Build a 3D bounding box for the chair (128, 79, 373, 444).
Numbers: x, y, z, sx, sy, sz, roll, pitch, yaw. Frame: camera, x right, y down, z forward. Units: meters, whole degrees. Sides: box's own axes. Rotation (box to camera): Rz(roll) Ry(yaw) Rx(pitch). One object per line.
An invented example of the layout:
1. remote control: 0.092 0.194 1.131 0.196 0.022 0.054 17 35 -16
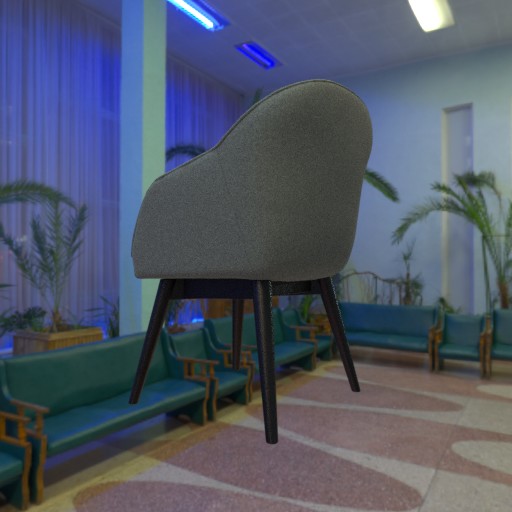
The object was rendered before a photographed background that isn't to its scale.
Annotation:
1. chair: 0.000 0.000 1.269 0.611 0.810 0.589 -1 -1 35
